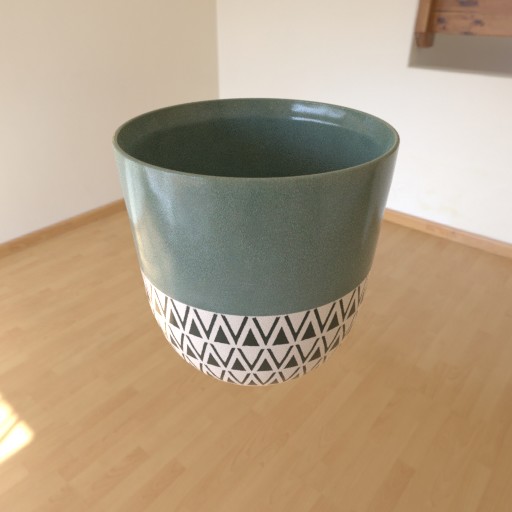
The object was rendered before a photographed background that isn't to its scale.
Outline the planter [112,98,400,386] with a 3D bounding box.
[{"bbox_3d":[0.000,0.000,0.371,0.198,0.214,0.198,0,31,0],"label":"planter"}]
